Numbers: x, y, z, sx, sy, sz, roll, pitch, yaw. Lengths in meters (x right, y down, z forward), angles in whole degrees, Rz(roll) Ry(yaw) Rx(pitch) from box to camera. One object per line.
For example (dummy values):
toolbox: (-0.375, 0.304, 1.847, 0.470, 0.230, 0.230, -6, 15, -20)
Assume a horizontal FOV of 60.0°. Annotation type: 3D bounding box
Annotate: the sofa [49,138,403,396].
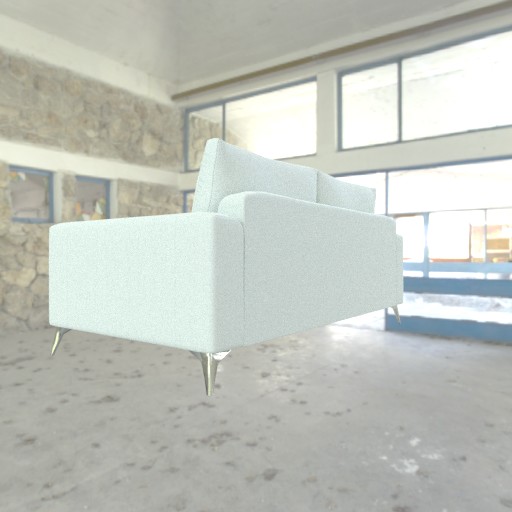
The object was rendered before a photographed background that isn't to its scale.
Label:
sofa: (0.000, 0.000, 2.169, 0.920, 0.790, 1.650, 0, 0, 36)
